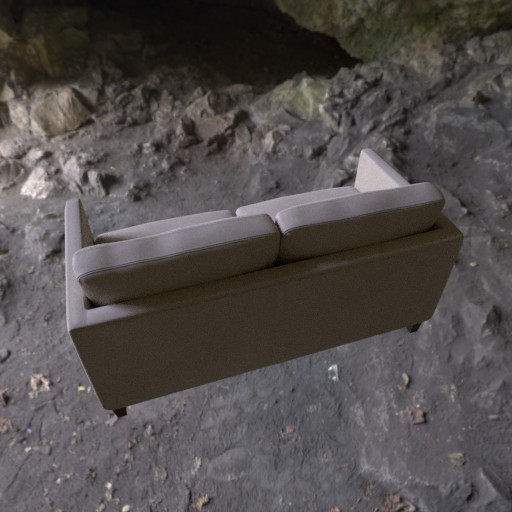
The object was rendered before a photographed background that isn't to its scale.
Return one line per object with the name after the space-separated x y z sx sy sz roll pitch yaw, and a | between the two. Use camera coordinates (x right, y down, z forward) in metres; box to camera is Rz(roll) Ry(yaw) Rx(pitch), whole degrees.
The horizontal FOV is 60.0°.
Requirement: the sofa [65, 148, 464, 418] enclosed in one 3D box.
0.000 0.000 2.401 1.846 0.940 0.950 -12 43 -14 | sofa
